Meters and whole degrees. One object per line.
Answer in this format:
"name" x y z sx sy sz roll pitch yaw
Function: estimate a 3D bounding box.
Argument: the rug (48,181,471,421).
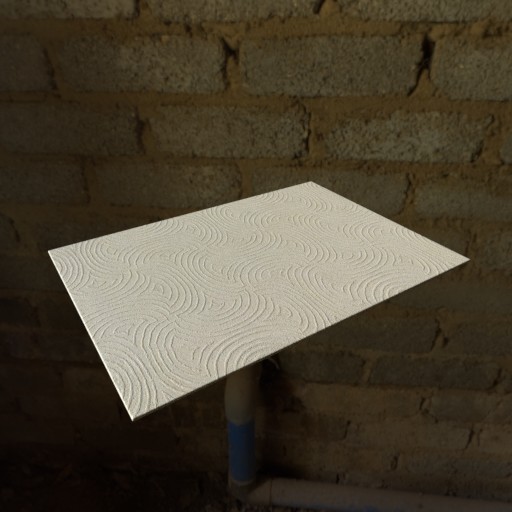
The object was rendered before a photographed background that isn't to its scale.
"rug" 0.000 0.000 2.747 2.132 0.015 1.526 -19 36 -28
